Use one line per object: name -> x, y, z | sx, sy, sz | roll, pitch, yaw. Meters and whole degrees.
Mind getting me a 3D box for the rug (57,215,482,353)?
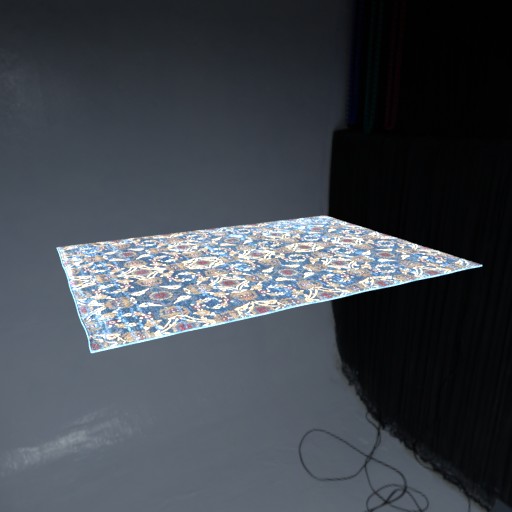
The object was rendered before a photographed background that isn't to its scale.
rug -> 0.000, 0.000, 2.800 | 2.207, 0.014, 1.567 | -9, 19, -26
